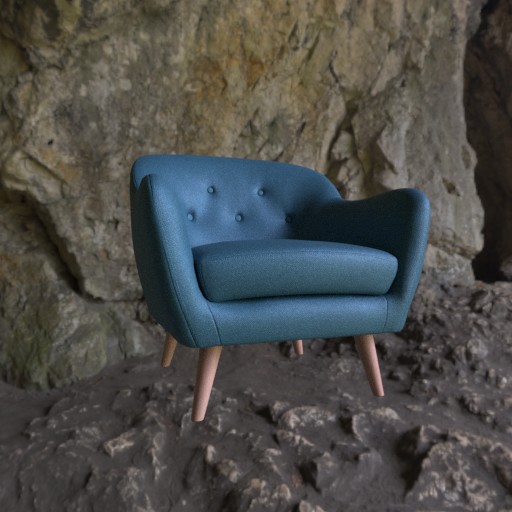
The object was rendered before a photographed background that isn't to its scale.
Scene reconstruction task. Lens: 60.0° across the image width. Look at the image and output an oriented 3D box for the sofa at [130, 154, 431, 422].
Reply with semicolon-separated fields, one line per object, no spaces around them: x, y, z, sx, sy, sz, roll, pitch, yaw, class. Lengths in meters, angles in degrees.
0.000;0.000;1.508;0.836;0.817;0.825;0;1;-20;sofa
